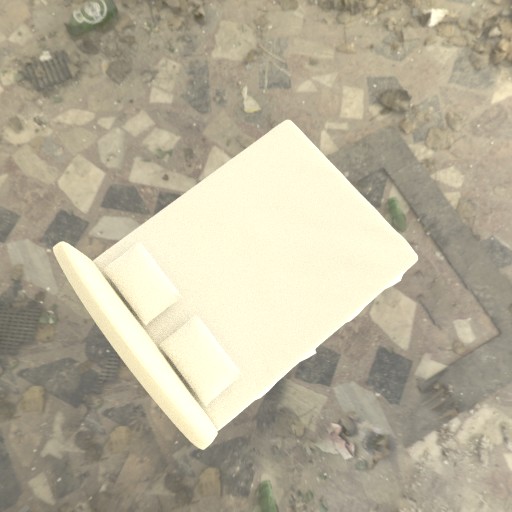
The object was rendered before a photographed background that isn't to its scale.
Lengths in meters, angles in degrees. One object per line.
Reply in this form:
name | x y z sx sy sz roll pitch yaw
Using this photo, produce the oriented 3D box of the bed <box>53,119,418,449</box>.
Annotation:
bed | 0.000 0.000 3.129 2.005 1.410 1.607 -38 78 -9
